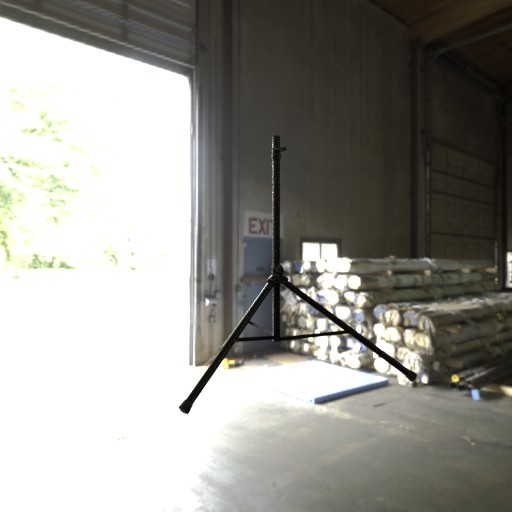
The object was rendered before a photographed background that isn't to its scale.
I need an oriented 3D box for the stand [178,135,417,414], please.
[{"bbox_3d":[0.000,0.000,2.754,1.596,1.595,1.339,-1,-1,35],"label":"stand"}]
